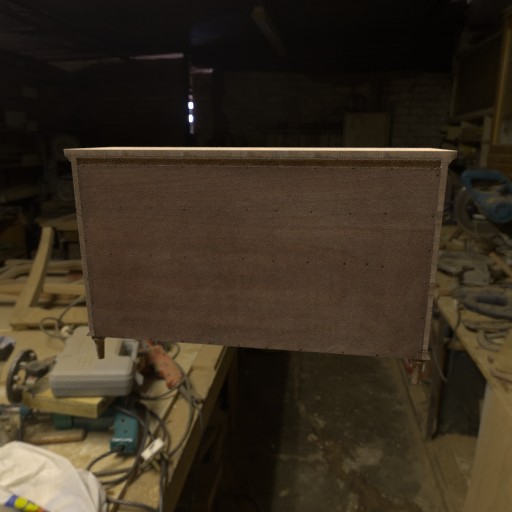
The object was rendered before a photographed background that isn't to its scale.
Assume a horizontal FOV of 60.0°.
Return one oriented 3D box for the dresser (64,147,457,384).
[{"bbox_3d":[0.000,0.000,2.161,1.626,1.016,0.457,2,15,8],"label":"dresser"}]
